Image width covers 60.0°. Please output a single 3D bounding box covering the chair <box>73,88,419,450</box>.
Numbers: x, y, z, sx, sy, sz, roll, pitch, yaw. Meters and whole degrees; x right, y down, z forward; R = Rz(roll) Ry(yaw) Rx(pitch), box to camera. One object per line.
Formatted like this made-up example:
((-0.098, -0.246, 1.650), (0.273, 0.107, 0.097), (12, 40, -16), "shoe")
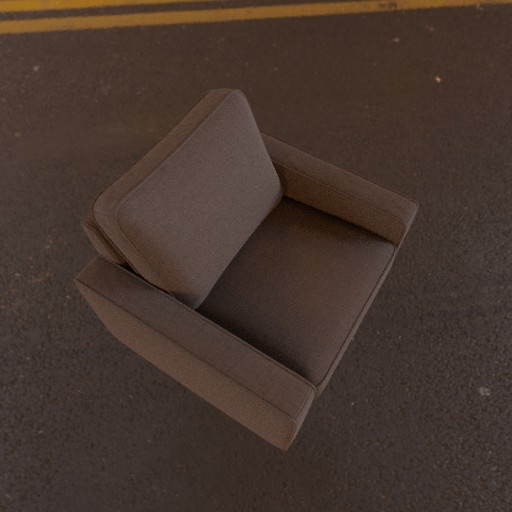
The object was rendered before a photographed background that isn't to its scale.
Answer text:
((0.000, 0.000, 1.747), (0.940, 0.919, 1.017), (29, 63, 16), "chair")
